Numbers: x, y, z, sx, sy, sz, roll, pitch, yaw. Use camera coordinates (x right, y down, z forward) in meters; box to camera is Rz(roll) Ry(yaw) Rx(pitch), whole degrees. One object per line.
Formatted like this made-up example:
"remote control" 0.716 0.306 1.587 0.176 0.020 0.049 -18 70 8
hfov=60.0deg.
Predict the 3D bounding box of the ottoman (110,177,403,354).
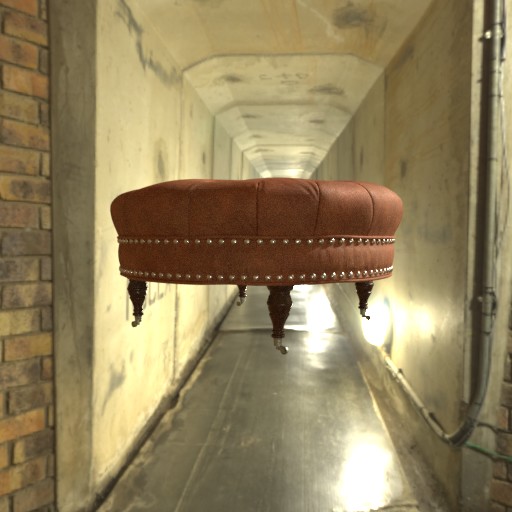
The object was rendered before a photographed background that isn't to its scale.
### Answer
"ottoman" 0.000 0.000 1.432 0.901 0.444 0.901 0 2 0
